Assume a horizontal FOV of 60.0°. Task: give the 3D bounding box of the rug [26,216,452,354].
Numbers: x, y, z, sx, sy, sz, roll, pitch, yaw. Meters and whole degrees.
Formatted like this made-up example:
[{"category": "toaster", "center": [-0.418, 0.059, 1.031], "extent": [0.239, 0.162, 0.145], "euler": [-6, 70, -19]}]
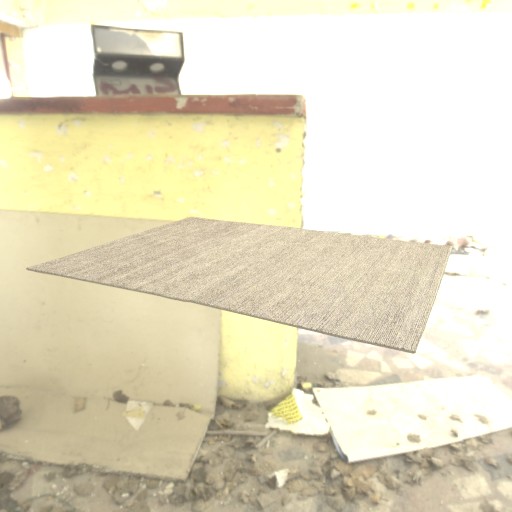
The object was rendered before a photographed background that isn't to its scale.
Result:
[{"category": "rug", "center": [0.000, 0.000, 4.118], "extent": [3.202, 0.045, 2.434], "euler": [8, 19, 26]}]
